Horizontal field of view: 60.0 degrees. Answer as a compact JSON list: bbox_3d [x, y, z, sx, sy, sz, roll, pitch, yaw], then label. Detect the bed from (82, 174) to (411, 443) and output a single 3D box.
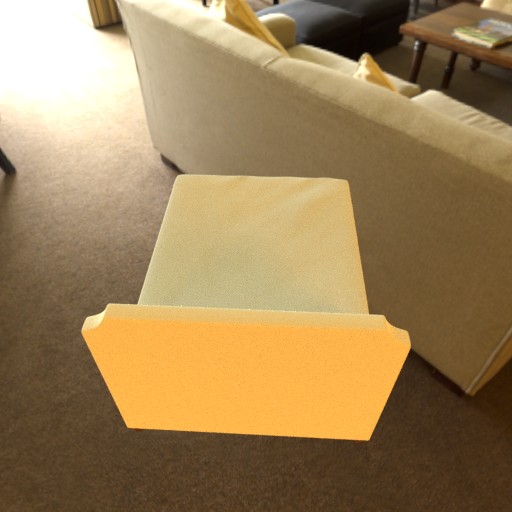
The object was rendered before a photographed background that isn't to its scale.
[{"bbox_3d":[0.000,0.000,3.475,1.703,1.415,2.329,2,46,2],"label":"bed"}]
